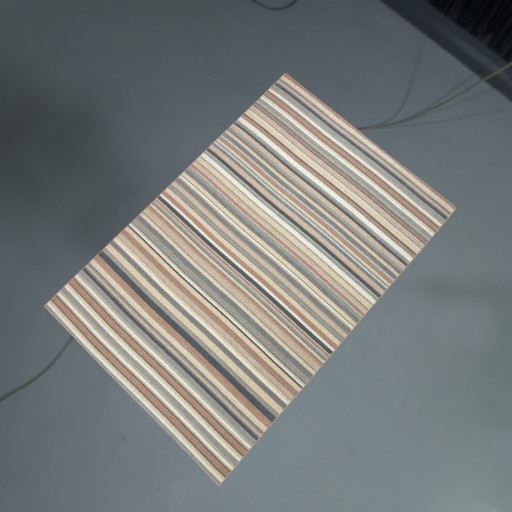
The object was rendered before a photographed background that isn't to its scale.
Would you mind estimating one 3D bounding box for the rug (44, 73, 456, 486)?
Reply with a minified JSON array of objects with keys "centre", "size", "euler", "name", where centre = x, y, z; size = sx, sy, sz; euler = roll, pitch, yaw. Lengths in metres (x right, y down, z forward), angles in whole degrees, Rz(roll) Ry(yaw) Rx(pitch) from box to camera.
[{"centre":[0.000,0.000,2.289],"size":[1.219,0.008,1.829],"euler":[42,80,9],"name":"rug"}]
